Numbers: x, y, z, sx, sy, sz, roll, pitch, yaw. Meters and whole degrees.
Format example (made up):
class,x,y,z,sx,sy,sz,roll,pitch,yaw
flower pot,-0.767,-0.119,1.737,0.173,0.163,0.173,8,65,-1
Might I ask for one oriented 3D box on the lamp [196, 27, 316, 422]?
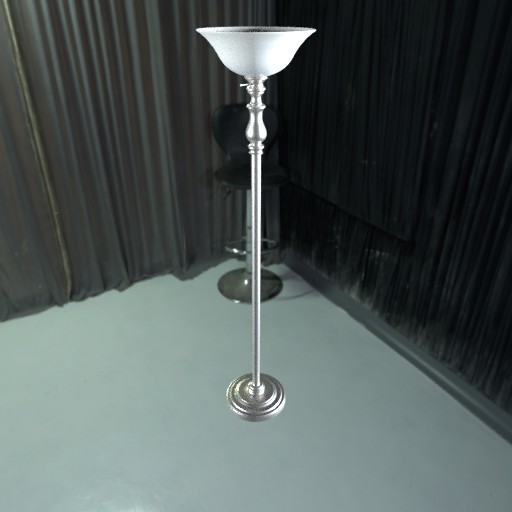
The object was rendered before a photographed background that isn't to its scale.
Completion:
class,x,y,z,sx,sy,sz,roll,pitch,yaw
lamp,0.000,0.000,1.942,0.405,1.771,0.405,-19,34,-30
